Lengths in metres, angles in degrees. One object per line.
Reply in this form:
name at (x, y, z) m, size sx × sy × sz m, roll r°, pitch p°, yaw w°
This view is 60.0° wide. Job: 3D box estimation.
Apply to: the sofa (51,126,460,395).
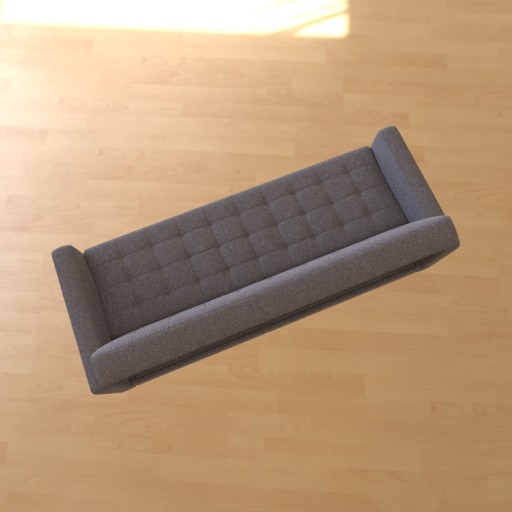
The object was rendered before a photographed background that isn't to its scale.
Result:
sofa at (0.000, 0.000, 2.488) m, size 2.040 × 0.850 × 0.810 m, roll -21°, pitch 75°, yaw -6°
